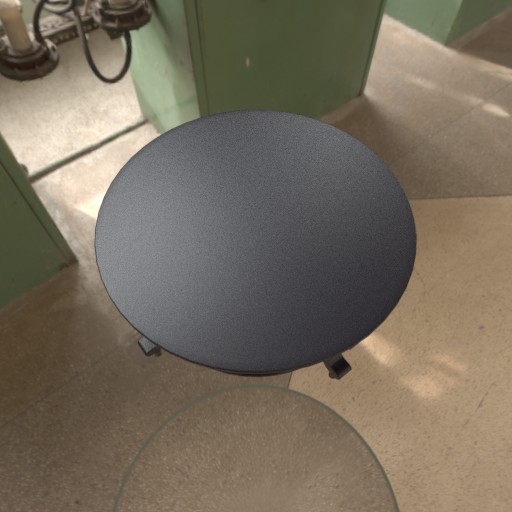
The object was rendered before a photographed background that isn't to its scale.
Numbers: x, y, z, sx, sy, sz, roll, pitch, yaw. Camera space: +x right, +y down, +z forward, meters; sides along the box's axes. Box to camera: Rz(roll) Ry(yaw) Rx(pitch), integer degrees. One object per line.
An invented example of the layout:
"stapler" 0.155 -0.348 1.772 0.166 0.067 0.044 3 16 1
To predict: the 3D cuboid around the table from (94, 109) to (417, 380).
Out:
"table" 0.000 0.000 1.639 1.029 0.491 1.029 0 58 0
